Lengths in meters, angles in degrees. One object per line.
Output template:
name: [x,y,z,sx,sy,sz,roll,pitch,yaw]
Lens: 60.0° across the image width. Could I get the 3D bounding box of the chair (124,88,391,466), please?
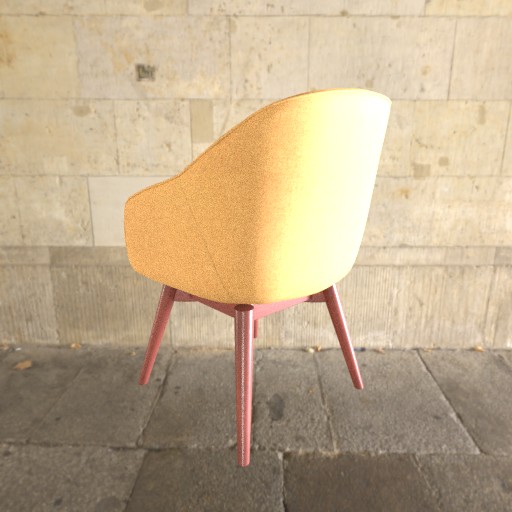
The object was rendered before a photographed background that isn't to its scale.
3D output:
chair: [0.000,0.000,1.217,0.596,0.823,0.635,-14,21,-41]
